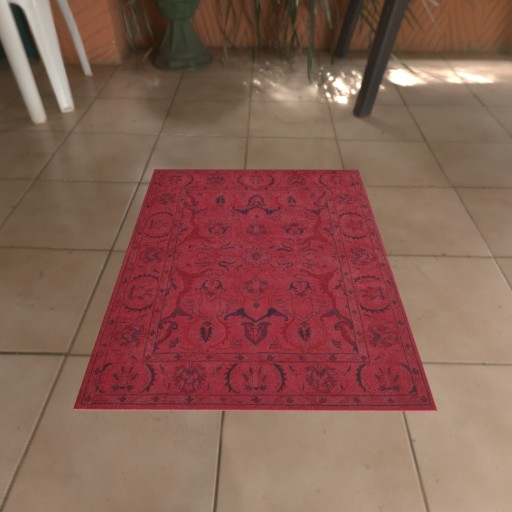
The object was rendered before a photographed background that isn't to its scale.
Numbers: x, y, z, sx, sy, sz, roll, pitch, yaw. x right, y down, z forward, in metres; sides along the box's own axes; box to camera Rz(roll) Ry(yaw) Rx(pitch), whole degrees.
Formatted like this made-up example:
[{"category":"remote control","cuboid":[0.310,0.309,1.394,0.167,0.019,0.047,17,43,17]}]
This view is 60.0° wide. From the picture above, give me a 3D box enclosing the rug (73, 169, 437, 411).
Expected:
[{"category":"rug","cuboid":[0.000,0.000,3.886,2.300,0.012,2.929,0,42,0]}]
